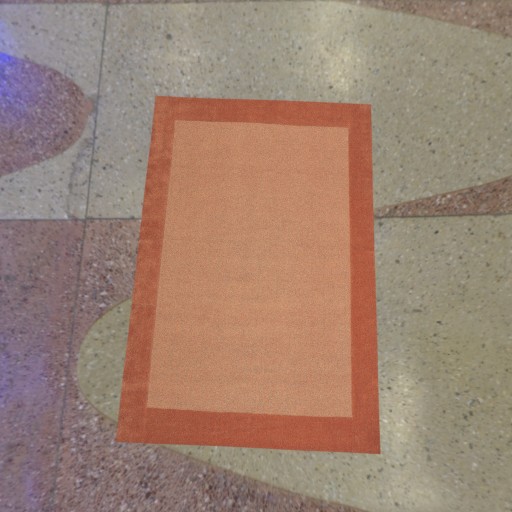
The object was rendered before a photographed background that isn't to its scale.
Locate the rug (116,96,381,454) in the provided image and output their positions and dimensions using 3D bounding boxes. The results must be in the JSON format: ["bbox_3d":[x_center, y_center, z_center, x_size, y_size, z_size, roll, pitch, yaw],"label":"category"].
[{"bbox_3d":[0.000,0.000,2.273,1.219,0.014,1.829,2,75,1],"label":"rug"}]
